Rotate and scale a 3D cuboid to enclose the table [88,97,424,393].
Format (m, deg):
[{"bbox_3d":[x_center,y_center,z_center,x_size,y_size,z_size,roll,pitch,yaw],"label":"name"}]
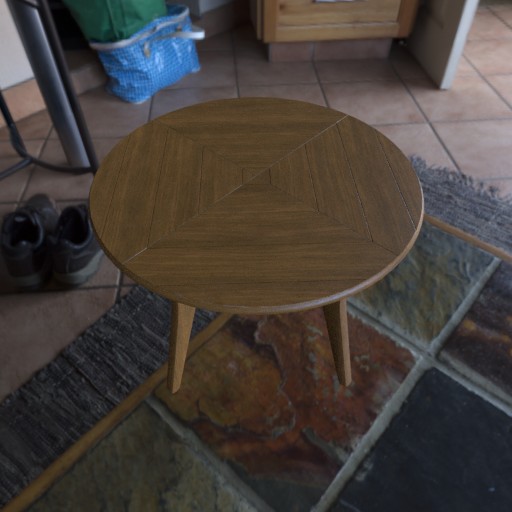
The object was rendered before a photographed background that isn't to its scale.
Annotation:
[{"bbox_3d":[0.000,0.000,1.703,1.055,0.757,1.055,0,47,0],"label":"table"}]
